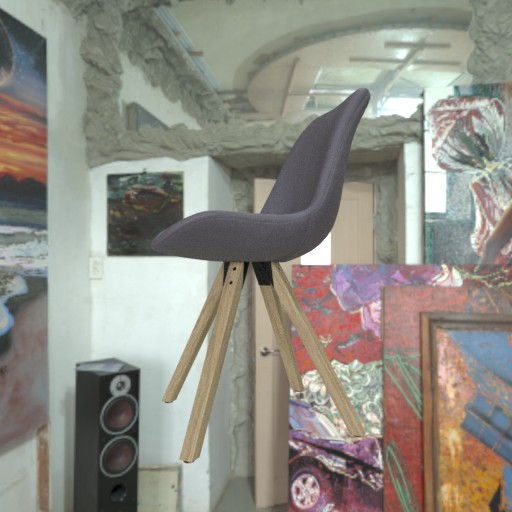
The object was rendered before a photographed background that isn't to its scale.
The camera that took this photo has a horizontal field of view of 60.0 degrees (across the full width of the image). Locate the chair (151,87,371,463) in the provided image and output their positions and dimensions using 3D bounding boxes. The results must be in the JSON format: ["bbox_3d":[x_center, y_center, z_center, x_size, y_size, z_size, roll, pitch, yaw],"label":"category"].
[{"bbox_3d":[0.000,0.000,1.189,0.547,0.865,0.483,0,0,-17],"label":"chair"}]
